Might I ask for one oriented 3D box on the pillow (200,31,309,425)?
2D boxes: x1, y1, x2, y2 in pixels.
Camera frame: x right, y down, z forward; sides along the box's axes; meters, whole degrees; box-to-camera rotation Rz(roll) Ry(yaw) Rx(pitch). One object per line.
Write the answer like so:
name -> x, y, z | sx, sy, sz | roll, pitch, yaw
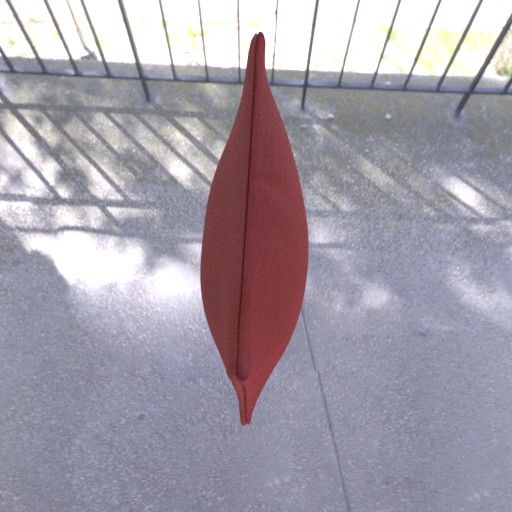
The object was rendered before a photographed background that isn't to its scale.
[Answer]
pillow -> 0.000, 0.000, 0.651 | 0.151, 0.416, 0.435 | 2, 64, 1
